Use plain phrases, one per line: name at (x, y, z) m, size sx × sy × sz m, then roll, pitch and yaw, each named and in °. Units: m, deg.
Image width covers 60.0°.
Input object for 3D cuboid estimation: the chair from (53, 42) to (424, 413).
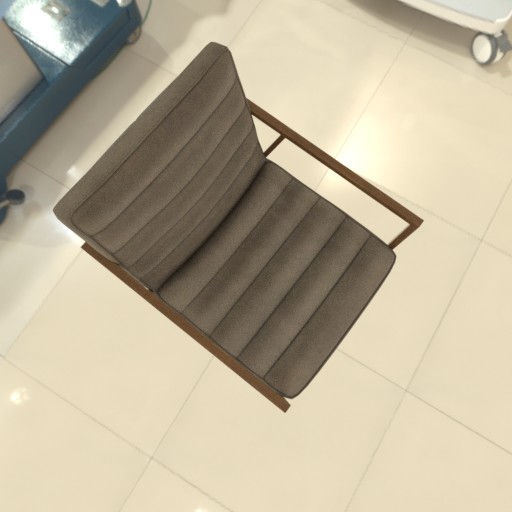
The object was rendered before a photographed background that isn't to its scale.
chair at (0.000, 0.000, 1.296) m, size 0.682 × 0.843 × 0.578 m, roll 37°, pitch 79°, yaw 9°
